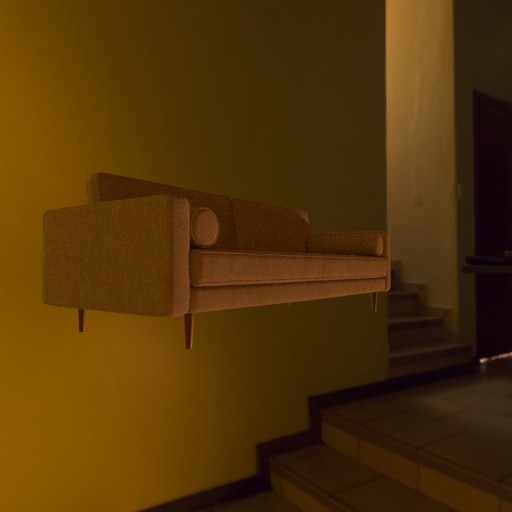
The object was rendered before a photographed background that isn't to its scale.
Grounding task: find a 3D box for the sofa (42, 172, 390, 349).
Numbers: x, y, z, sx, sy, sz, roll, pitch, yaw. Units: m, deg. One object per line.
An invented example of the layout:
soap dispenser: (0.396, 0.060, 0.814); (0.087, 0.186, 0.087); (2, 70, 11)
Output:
sofa: (0.000, 0.000, 2.698); (0.919, 0.770, 2.200); (-1, -2, 37)
